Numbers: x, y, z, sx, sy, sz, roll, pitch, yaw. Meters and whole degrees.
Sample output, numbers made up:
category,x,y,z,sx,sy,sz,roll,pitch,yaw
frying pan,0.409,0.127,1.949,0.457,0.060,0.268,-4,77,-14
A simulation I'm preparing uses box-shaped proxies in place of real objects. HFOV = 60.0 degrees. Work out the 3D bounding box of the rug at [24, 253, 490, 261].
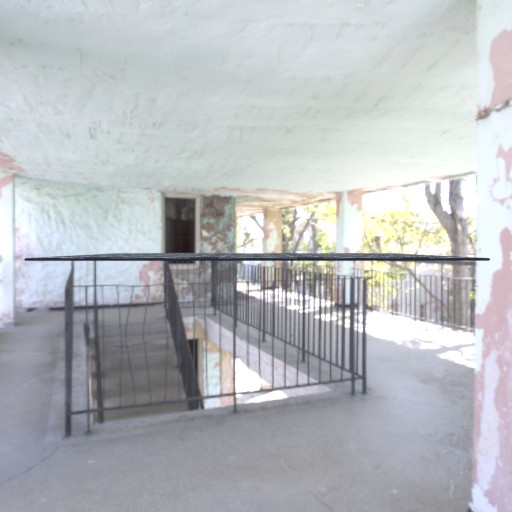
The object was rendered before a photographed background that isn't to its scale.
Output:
category,x,y,z,sx,sy,sz,roll,pitch,yaw
rug,0.000,0.000,2.919,2.290,0.014,1.526,0,1,-1
